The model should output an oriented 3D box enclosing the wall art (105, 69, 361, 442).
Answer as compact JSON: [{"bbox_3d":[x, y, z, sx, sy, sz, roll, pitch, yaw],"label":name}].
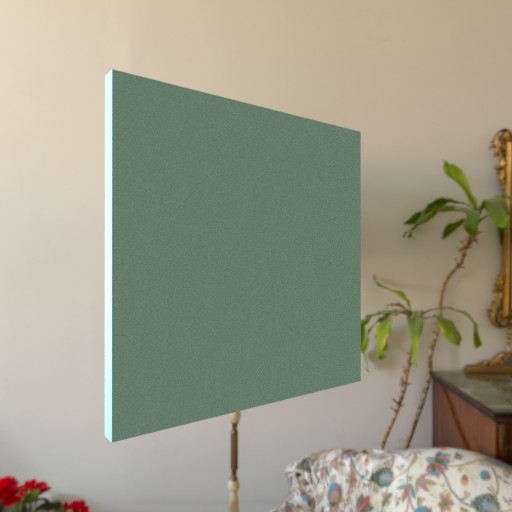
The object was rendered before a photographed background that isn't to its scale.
[{"bbox_3d":[0.000,0.000,0.907,0.603,0.603,0.036,0,0,-36],"label":"wall art"}]
